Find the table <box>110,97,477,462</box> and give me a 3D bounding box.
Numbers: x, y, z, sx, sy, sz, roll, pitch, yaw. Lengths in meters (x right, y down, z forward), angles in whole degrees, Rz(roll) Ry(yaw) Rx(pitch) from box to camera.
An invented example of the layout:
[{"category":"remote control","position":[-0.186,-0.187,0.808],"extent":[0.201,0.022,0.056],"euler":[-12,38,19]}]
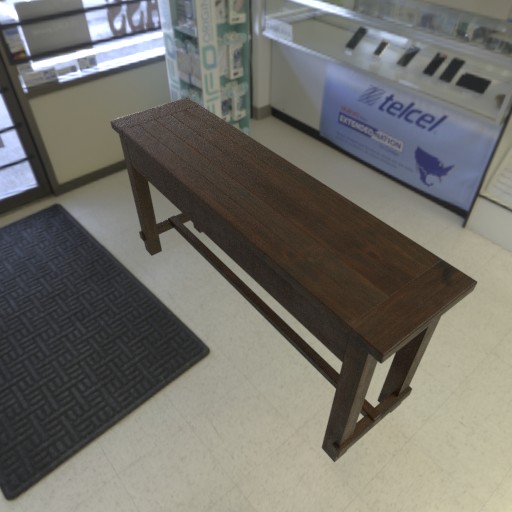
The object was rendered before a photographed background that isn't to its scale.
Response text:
[{"category":"table","position":[0.000,0.000,1.914],"extent":[0.442,0.762,1.599],"euler":[-28,50,-27]}]
